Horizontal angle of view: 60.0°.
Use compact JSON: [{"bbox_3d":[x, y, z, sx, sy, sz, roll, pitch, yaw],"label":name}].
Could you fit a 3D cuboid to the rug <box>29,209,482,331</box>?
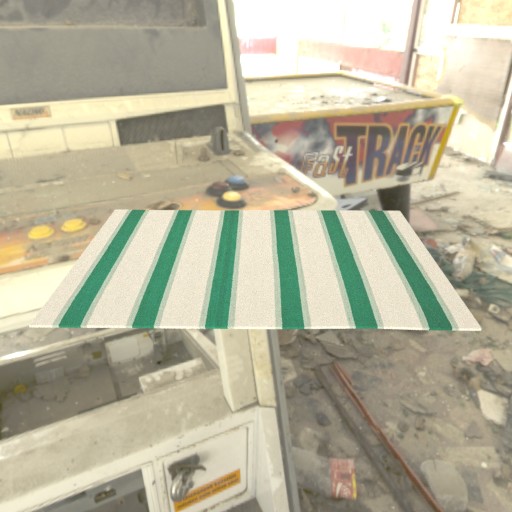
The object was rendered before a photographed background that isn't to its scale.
[{"bbox_3d":[0.000,0.000,2.317,1.829,0.012,1.210,0,29,1],"label":"rug"}]
